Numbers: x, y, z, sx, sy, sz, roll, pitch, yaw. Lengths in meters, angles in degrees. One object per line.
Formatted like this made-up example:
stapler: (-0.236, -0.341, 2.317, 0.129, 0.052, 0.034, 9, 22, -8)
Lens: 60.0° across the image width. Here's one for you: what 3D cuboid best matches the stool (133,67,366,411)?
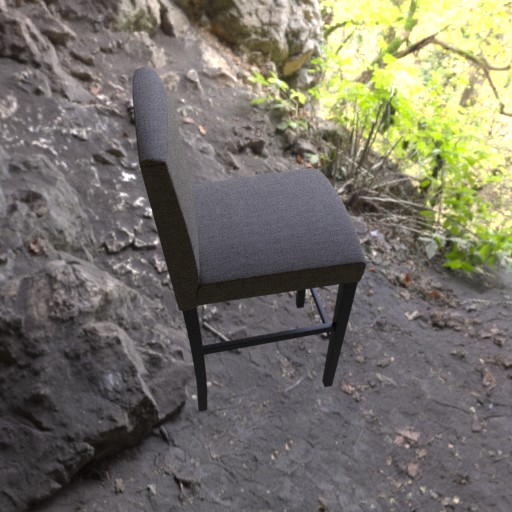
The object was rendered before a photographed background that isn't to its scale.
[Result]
stool: (0.000, 0.000, 1.412, 0.552, 1.138, 0.451, -9, 47, -8)
